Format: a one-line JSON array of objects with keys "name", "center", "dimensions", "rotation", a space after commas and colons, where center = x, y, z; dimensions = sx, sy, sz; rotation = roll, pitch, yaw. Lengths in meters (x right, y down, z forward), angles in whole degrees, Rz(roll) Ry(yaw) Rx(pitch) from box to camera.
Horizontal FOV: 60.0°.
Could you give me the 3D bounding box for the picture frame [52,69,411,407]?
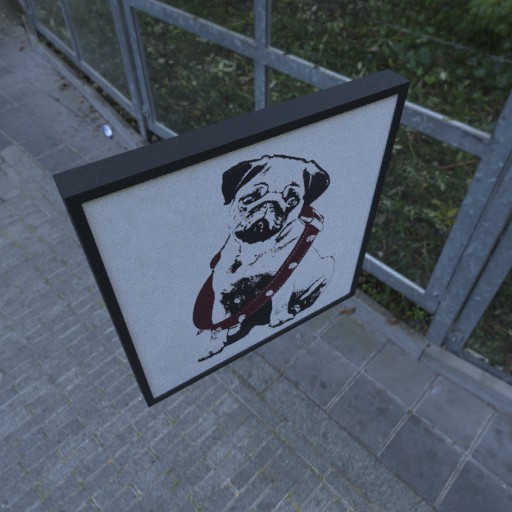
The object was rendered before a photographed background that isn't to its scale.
[{"name": "picture frame", "center": [0.000, 0.000, 0.474], "dimensions": [0.317, 0.317, 0.030], "rotation": [-25, 51, -21]}]
